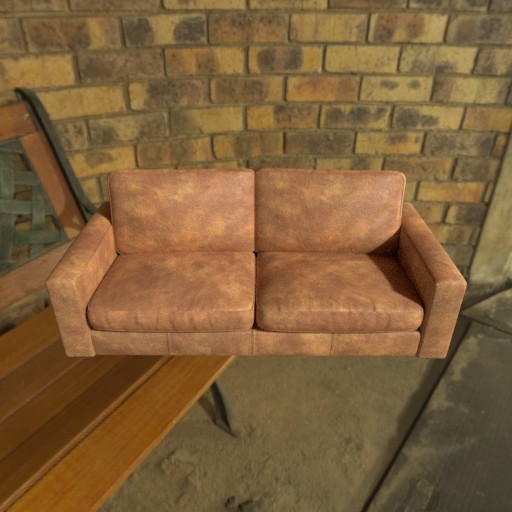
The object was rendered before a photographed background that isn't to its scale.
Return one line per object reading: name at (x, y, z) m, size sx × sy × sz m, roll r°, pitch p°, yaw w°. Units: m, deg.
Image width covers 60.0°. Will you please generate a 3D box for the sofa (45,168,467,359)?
sofa at (0.000, 0.000, 2.725) m, size 2.179 × 0.873 × 1.016 m, roll 0°, pitch 31°, yaw 0°
